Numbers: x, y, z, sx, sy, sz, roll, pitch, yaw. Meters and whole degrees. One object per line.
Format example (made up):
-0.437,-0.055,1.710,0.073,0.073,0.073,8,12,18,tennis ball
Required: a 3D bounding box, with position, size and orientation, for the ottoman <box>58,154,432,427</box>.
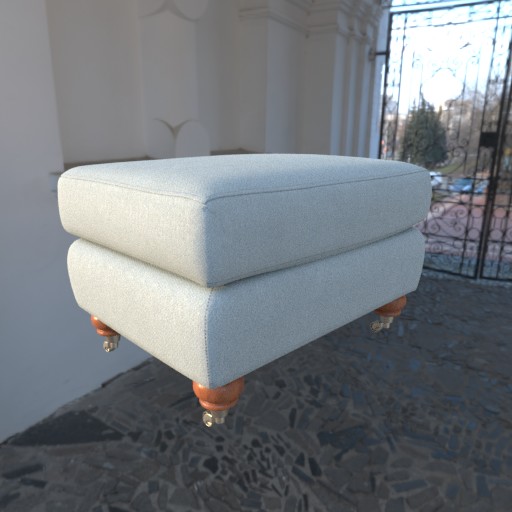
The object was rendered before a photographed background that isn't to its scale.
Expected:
0.000,0.000,1.126,0.773,0.499,0.569,-15,21,-42,ottoman
